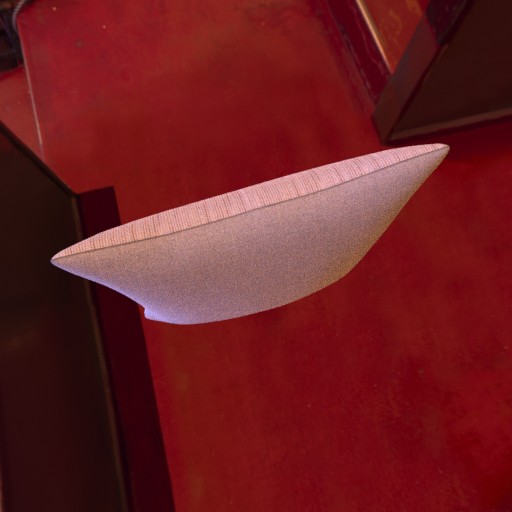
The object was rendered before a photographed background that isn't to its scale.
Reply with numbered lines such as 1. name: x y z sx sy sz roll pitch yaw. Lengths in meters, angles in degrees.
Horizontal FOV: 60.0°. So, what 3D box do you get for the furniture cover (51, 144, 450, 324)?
1. furniture cover: 0.000 0.000 0.774 0.512 0.506 0.178 -16 75 -5
